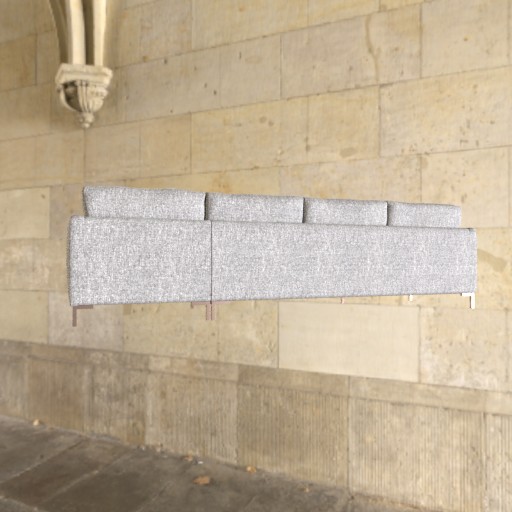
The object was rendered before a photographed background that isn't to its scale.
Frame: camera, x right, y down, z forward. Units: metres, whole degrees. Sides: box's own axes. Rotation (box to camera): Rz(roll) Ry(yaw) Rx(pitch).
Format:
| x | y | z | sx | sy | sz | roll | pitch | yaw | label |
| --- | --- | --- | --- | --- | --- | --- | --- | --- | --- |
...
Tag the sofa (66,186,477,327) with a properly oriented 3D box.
| x | y | z | sx | sy | sz | roll | pitch | yaw | label |
| --- | --- | --- | --- | --- | --- | --- | --- | --- | --- |
| 0.000 | 0.000 | 3.576 | 2.737 | 0.756 | 1.879 | 0 | -1 | -20 | sofa |
